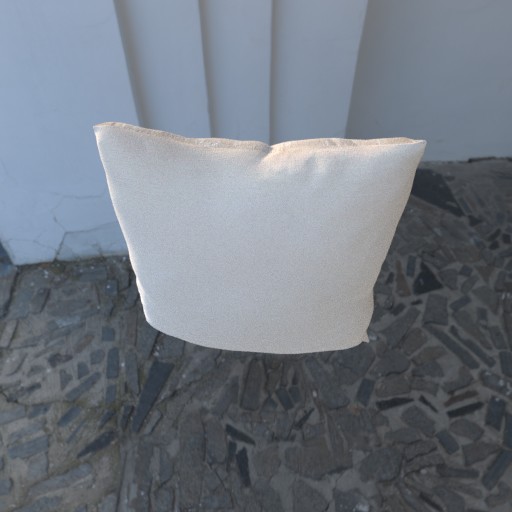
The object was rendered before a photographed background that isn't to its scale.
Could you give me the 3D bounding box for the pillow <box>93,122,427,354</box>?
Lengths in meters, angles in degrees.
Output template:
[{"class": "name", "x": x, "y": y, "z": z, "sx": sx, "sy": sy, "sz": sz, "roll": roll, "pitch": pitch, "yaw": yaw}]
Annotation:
[{"class": "pillow", "x": 0.000, "y": 0.000, "z": 0.732, "sx": 0.450, "sy": 0.448, "sz": 0.245, "roll": 5, "pitch": 46, "yaw": 5}]
